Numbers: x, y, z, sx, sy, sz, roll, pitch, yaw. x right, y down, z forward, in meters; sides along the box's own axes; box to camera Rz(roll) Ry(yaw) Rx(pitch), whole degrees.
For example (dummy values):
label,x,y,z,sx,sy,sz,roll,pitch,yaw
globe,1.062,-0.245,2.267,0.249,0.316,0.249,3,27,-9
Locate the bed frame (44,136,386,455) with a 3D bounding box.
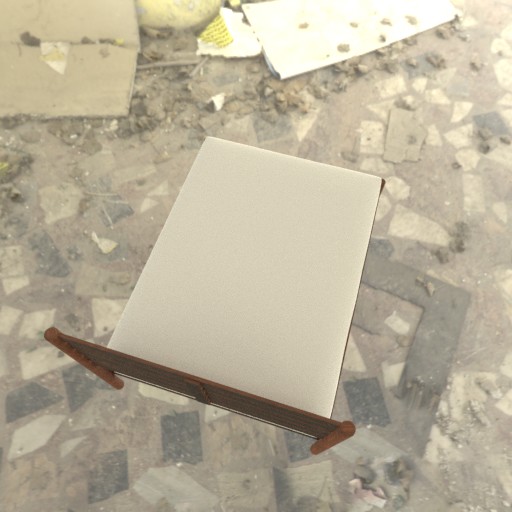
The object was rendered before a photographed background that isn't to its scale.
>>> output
label,x,y,z,sx,sy,sz,roll,pitch,yaw
bed frame,0.000,0.000,3.266,1.655,1.321,2.234,15,64,8
